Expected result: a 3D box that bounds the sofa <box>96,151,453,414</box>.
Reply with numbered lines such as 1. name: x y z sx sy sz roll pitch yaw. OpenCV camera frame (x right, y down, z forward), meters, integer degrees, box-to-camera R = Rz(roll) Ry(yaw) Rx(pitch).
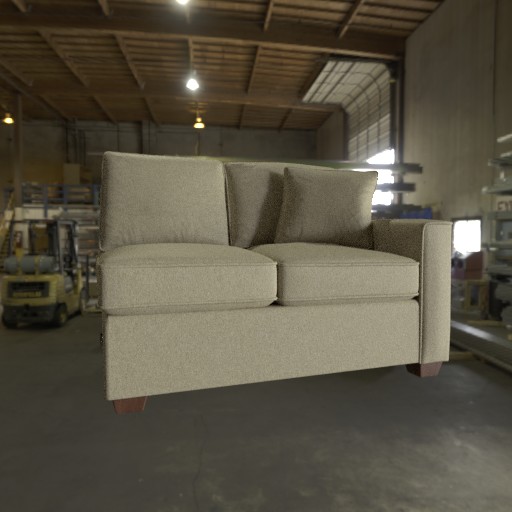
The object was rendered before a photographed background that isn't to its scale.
1. sofa: 0.000 0.000 2.033 1.388 0.989 0.991 -1 2 -19
